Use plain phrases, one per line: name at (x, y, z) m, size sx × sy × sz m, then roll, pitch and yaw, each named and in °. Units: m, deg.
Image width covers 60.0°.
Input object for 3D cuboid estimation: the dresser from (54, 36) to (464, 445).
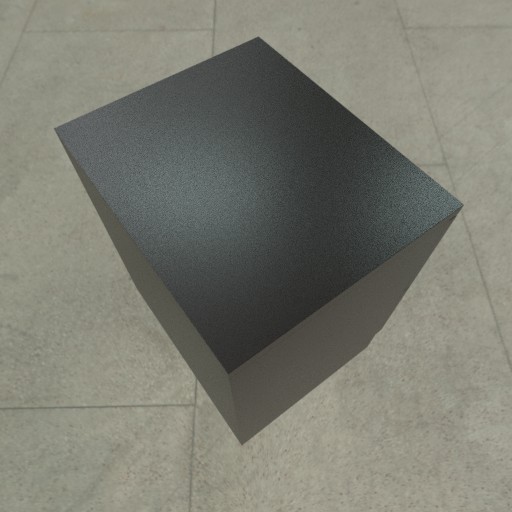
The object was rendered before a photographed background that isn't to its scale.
dresser at (0.000, 0.000, 0.752) m, size 0.360 × 0.470 × 0.400 m, roll -32°, pitch 64°, yaw -18°
